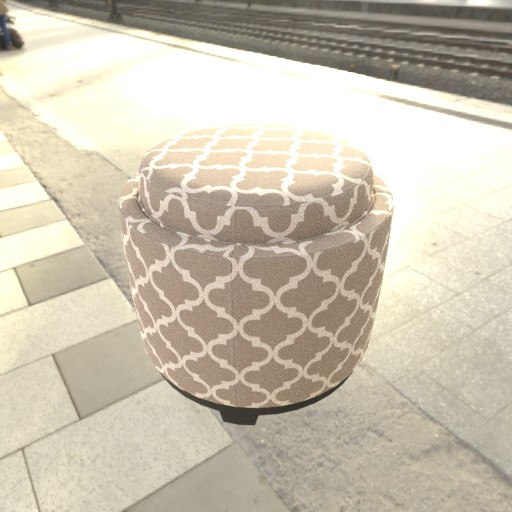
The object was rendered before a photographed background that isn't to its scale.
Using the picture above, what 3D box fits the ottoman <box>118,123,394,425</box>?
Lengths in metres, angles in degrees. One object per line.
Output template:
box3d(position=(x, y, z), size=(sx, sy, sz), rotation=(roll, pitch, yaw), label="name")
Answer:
box3d(position=(0.000, 0.000, 0.858), size=(0.480, 0.429, 0.480), rotation=(0, 32, 0), label="ottoman")
